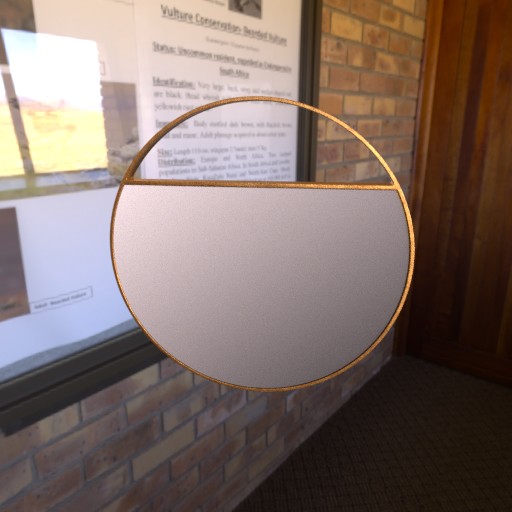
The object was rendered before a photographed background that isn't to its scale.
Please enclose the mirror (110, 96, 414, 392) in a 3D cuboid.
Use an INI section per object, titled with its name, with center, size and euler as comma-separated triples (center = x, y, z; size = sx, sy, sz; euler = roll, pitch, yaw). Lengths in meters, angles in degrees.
[mirror]
center = 0.000, 0.000, 0.834
size = 0.565, 0.565, 0.032
euler = 2, 17, 8
